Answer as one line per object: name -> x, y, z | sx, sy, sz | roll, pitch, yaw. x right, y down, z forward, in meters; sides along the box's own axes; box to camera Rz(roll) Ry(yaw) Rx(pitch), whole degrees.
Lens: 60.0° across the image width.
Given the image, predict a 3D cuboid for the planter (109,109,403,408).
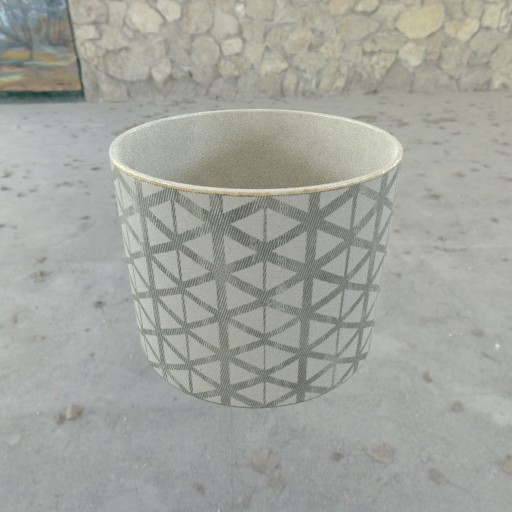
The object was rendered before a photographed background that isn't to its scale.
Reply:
planter -> 0.000, 0.000, 0.450 | 0.250, 0.239, 0.250 | 0, 30, 0
